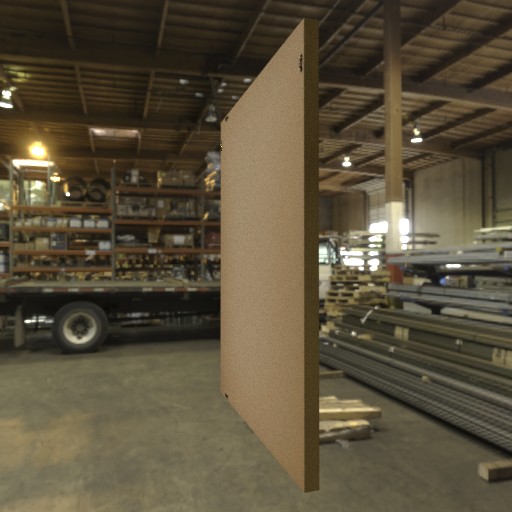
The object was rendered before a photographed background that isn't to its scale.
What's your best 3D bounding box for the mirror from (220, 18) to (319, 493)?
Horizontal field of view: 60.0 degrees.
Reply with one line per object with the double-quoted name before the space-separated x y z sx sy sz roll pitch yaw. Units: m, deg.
"mirror" 0.000 0.000 1.315 0.040 1.016 0.762 0 -1 -18
